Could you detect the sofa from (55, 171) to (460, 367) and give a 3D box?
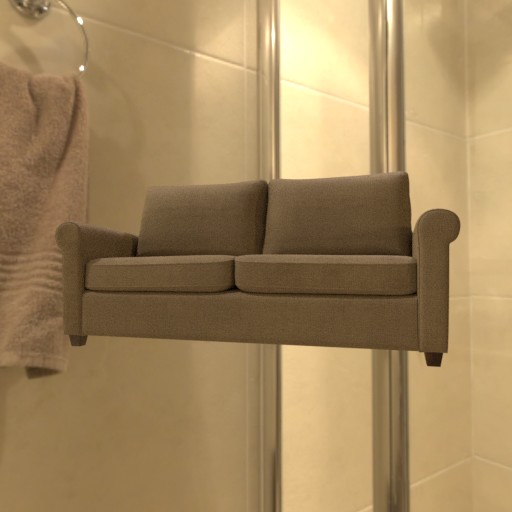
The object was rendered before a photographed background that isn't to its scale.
[{"bbox_3d":[0.000,0.000,2.424,1.935,0.942,0.842,-1,-2,16],"label":"sofa"}]
